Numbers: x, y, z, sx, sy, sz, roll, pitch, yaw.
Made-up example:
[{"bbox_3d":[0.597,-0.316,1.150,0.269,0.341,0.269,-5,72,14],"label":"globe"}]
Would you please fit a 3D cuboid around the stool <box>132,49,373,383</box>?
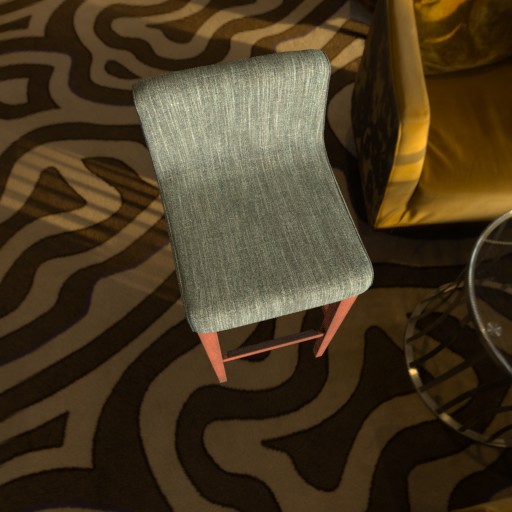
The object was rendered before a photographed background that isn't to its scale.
[{"bbox_3d":[0.000,0.000,1.268,0.426,0.965,0.499,-13,64,-7],"label":"stool"}]
